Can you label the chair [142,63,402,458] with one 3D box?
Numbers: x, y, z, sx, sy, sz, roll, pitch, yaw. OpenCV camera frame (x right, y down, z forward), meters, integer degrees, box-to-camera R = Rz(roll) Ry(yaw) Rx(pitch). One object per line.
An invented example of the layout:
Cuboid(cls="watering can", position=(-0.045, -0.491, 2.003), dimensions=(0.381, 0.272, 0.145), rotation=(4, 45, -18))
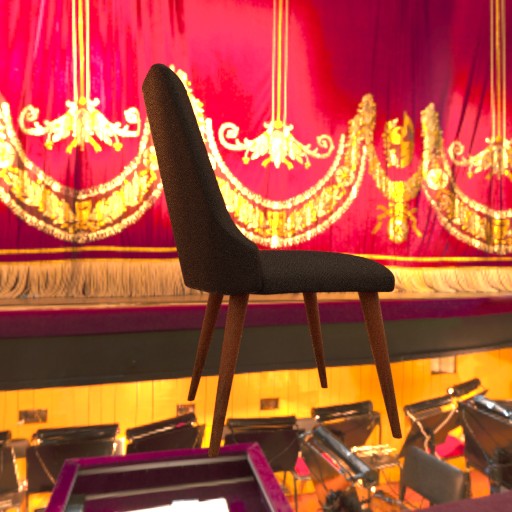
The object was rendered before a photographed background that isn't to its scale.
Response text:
Cuboid(cls="chair", position=(0.000, 0.000, 1.134), dimensions=(0.567, 0.820, 0.504), rotation=(0, 0, -15))
